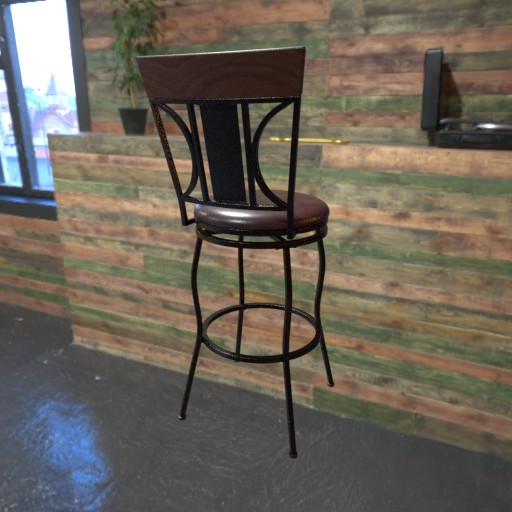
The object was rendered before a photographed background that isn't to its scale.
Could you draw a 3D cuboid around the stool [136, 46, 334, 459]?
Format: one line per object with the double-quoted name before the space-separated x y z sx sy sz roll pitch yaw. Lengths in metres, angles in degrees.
"stool" 0.000 0.000 1.399 0.448 1.130 0.513 8 20 24
